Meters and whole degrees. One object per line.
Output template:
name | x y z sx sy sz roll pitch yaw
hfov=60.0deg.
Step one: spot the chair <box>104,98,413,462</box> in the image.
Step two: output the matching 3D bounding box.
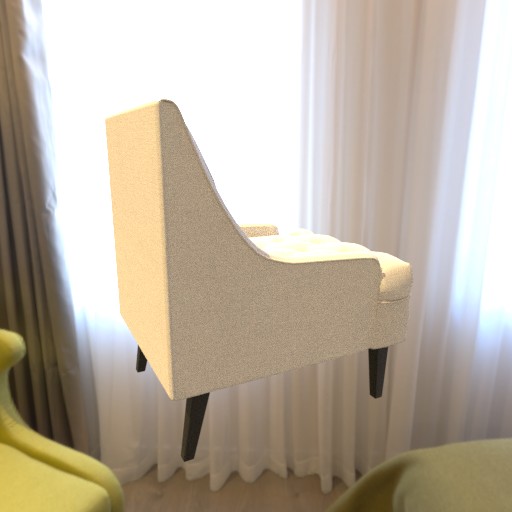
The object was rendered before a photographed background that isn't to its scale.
chair | 0.000 0.000 1.422 0.772 0.891 0.658 -7 16 -26
